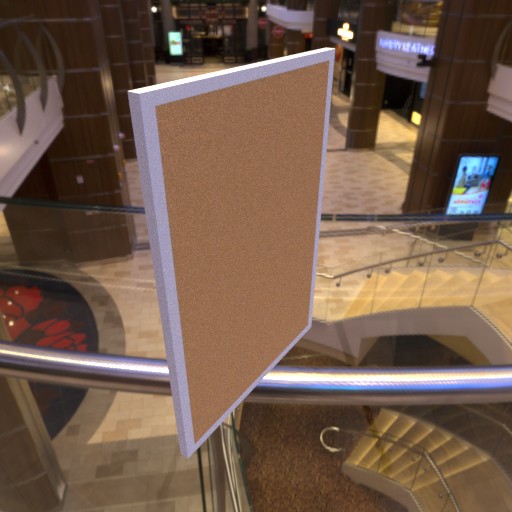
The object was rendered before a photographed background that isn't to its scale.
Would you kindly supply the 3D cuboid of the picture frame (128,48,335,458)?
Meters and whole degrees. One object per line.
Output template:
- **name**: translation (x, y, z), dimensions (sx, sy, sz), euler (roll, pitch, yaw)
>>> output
- **picture frame**: translation (0.000, 0.000, 0.542), dimensions (0.013, 0.434, 0.305), euler (21, 38, 30)
